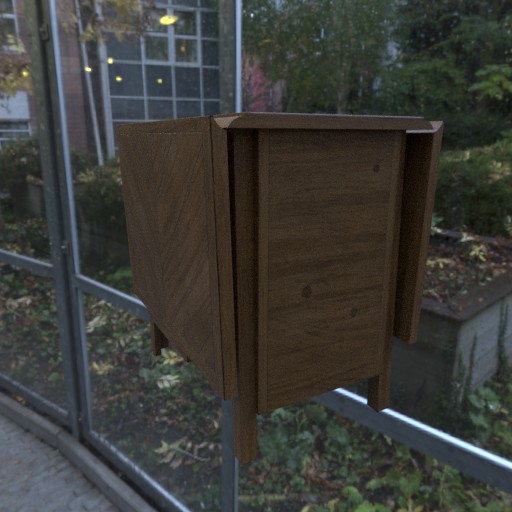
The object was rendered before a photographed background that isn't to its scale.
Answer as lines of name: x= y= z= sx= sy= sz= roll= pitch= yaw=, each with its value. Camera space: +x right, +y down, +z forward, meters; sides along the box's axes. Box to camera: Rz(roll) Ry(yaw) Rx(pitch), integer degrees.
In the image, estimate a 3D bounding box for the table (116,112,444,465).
table: x=0.000 y=0.000 z=1.305 sx=0.591 sy=0.763 sz=0.746 roll=-8 pitch=17 yaw=-28
